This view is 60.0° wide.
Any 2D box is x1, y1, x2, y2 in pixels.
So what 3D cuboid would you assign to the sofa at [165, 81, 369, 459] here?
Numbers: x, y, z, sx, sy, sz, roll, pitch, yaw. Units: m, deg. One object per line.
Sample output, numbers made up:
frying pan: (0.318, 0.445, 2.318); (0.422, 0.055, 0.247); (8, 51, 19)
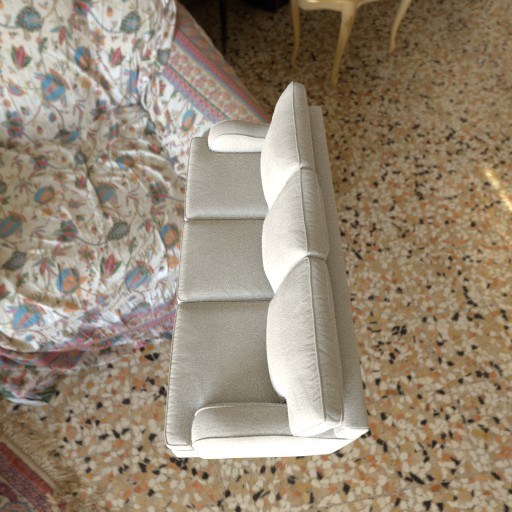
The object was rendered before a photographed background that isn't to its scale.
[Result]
sofa: (0.000, 0.000, 2.885); (1.016, 0.991, 2.323); (-1, 57, -1)
